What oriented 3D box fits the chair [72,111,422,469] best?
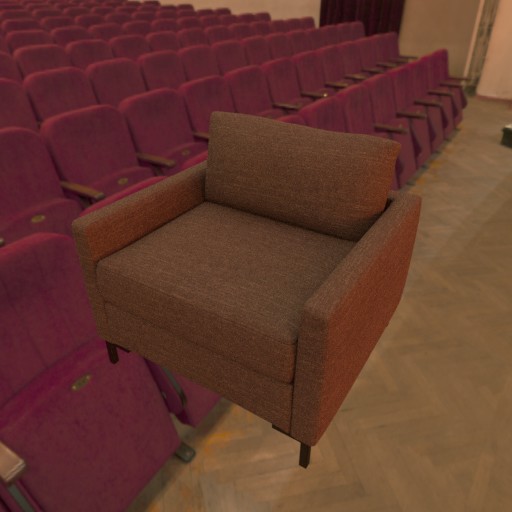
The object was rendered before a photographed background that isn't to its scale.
[{"bbox_3d":[0.000,0.000,1.603,0.940,0.841,0.845,18,35,27],"label":"chair"}]
